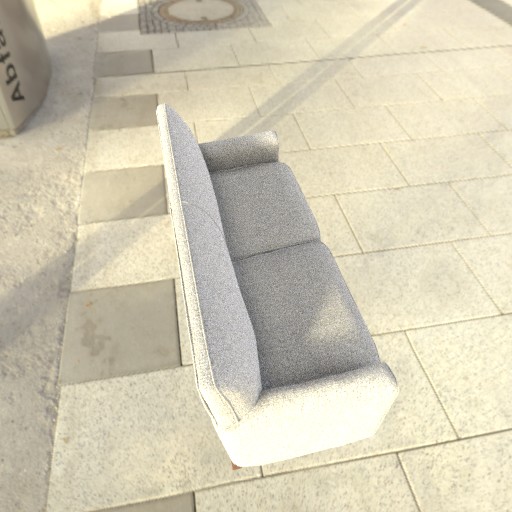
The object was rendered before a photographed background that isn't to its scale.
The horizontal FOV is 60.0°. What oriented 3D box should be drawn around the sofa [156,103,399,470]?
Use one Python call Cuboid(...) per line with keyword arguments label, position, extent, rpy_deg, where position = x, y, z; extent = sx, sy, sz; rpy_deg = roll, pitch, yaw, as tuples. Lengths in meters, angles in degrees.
Cuboid(label="sofa", position=(0.000, 0.000, 2.518), extent=(0.854, 0.942, 2.026), rpy_deg=(-9, 47, -9))
